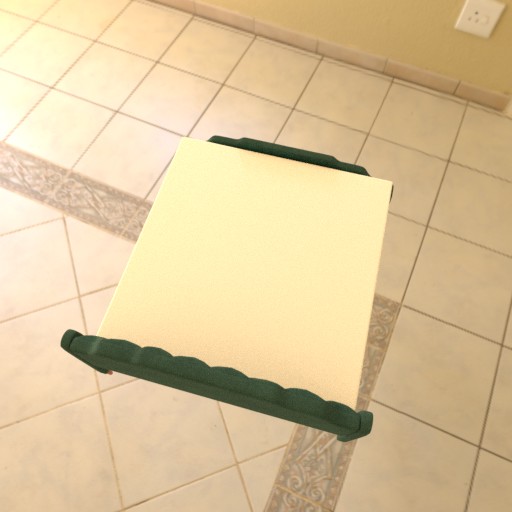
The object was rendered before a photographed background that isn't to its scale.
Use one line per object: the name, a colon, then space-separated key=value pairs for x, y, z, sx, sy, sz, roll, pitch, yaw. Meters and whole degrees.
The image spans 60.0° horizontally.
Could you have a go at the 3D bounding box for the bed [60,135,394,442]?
bed: x=0.000 y=0.000 z=3.649 sx=2.074 sy=1.245 sz=2.340 roll=14 pitch=65 yaw=6
